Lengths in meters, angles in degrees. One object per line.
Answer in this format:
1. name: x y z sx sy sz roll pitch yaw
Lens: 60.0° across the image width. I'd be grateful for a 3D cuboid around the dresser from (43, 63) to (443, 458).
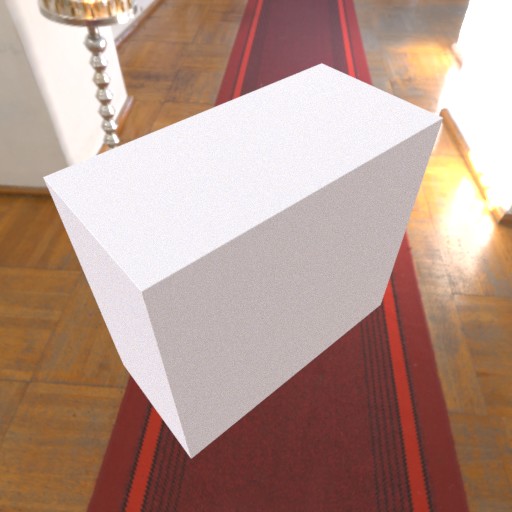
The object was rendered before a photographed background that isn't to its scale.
1. dresser: 0.000 0.000 1.262 0.830 0.740 0.420 -32 54 -26
